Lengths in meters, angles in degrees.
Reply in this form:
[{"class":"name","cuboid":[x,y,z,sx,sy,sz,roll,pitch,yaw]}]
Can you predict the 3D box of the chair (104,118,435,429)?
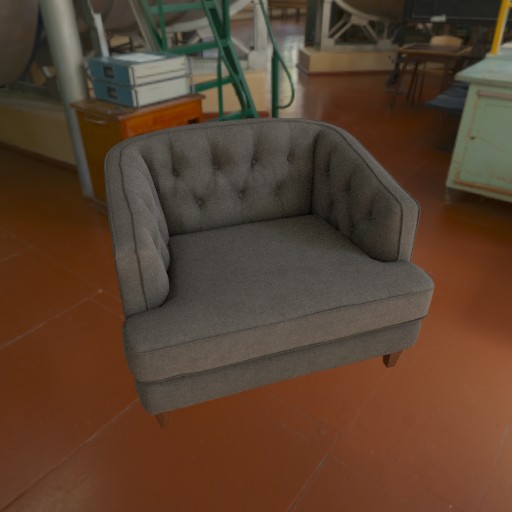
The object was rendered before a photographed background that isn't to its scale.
[{"class":"chair","cuboid":[0.000,0.000,1.805,1.104,0.852,0.941,-10,34,-15]}]
